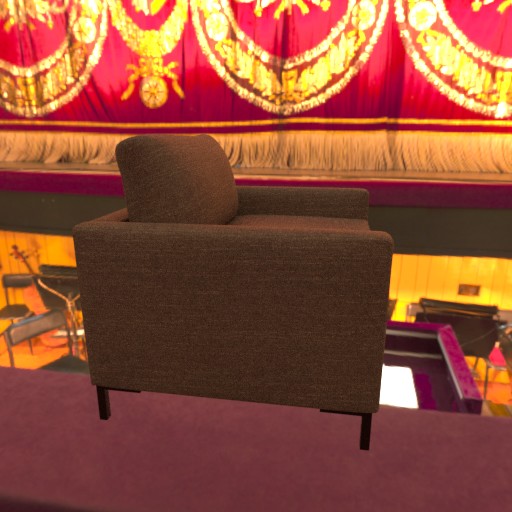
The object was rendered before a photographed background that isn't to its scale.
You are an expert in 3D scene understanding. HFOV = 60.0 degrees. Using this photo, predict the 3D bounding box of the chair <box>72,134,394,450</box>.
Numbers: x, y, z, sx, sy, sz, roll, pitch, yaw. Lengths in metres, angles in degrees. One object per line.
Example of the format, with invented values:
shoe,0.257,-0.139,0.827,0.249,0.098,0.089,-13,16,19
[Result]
chair,0.000,0.000,1.577,0.845,0.841,0.940,3,16,9
